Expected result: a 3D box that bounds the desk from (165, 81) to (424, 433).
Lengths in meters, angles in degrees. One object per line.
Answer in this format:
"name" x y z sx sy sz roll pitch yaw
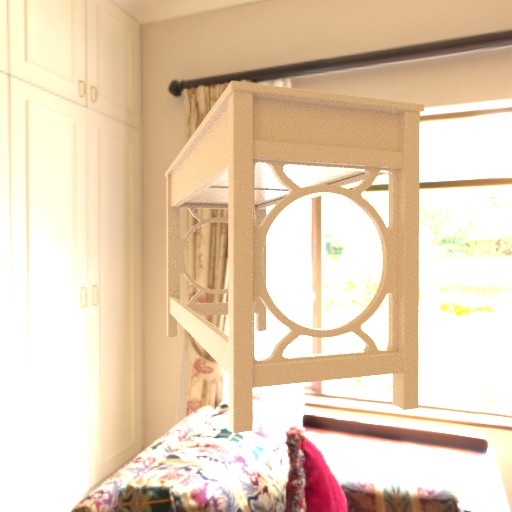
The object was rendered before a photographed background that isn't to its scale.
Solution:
"desk" 0.000 0.000 1.589 0.504 0.762 1.191 0 1 -18
